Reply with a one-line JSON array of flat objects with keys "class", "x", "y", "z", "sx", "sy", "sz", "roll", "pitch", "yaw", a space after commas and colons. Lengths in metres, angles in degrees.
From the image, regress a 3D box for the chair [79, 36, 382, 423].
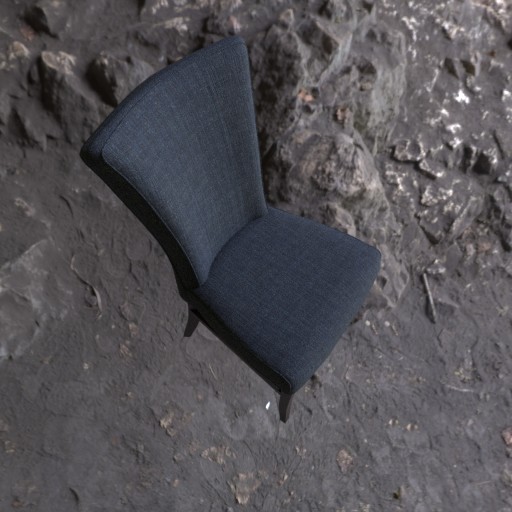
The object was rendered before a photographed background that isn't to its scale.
[{"class": "chair", "x": 0.000, "y": 0.000, "z": 1.333, "sx": 0.660, "sy": 0.991, "sz": 0.520, "roll": 32, "pitch": 63, "yaw": 18}]
